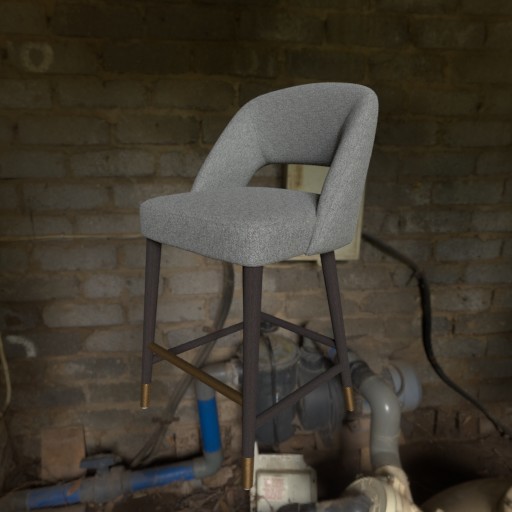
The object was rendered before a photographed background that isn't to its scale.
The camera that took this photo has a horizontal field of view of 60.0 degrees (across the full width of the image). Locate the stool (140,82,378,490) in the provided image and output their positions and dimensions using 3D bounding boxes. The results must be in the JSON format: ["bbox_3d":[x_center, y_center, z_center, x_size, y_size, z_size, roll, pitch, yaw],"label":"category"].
[{"bbox_3d":[0.000,0.000,1.221,0.524,0.925,0.536,-15,21,-43],"label":"stool"}]
